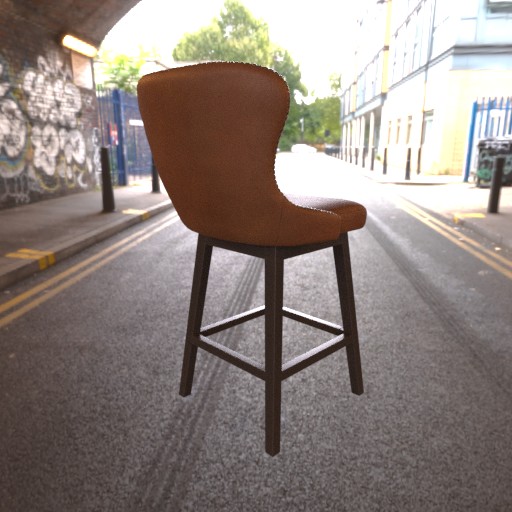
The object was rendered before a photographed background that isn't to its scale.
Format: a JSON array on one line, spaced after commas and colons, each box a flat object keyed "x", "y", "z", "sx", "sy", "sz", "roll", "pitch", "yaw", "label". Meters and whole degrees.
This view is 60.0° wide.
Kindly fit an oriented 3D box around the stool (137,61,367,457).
[{"x": 0.000, "y": 0.000, "z": 1.303, "sx": 0.593, "sy": 0.971, "sz": 0.528, "roll": -14, "pitch": 20, "yaw": -43, "label": "stool"}]
